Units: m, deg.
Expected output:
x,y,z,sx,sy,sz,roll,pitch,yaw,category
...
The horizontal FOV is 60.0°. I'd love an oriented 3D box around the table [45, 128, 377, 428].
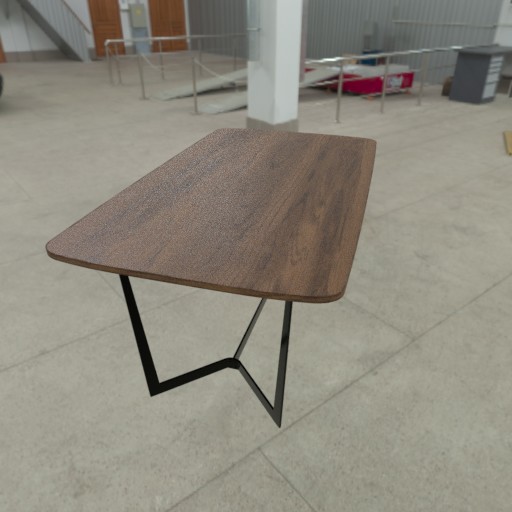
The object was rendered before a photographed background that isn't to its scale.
x,y,z,sx,sy,sz,roll,pitch,yaw,category
0.000,0.000,2.089,0.949,0.765,1.643,8,31,14,table
